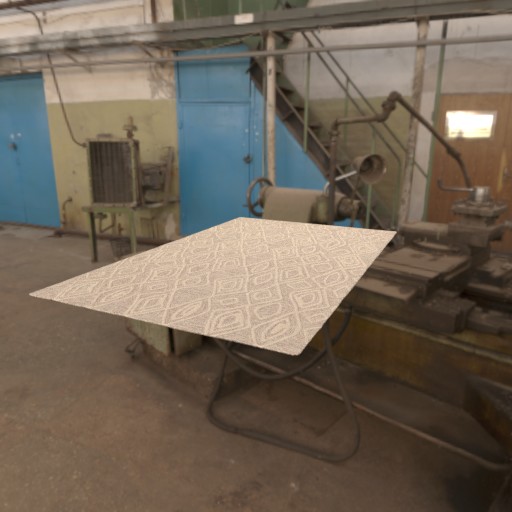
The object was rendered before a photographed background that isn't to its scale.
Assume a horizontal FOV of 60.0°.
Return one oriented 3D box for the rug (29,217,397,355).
[{"bbox_3d":[0.000,0.000,3.107,1.546,0.010,2.442,8,17,25],"label":"rug"}]
